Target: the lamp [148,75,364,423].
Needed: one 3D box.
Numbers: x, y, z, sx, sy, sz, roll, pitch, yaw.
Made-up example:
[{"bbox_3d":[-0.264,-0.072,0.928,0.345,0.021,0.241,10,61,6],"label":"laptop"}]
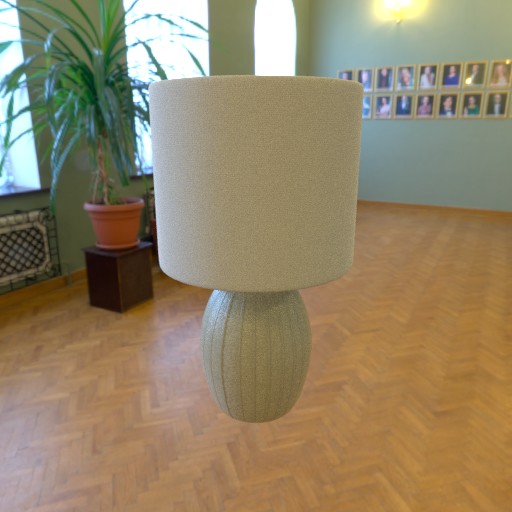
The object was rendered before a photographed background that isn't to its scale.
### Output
[{"bbox_3d":[0.000,0.000,0.767,0.329,0.570,0.329,8,18,26],"label":"lamp"}]
